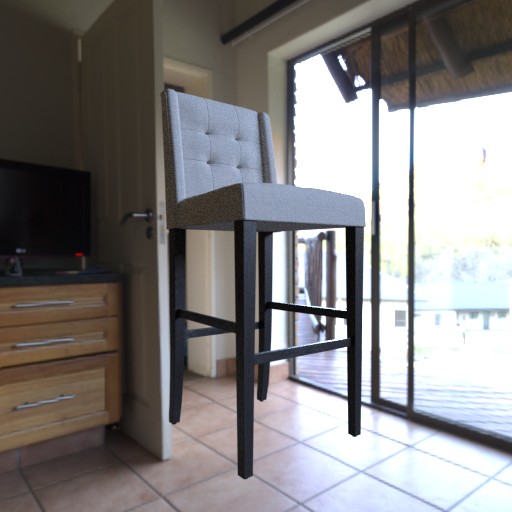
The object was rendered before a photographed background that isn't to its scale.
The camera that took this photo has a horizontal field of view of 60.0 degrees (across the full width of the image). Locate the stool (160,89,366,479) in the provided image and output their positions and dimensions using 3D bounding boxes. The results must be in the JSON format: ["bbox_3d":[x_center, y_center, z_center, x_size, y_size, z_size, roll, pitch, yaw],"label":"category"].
[{"bbox_3d":[0.000,0.000,1.424,0.474,1.116,0.509,0,0,-38],"label":"stool"}]
